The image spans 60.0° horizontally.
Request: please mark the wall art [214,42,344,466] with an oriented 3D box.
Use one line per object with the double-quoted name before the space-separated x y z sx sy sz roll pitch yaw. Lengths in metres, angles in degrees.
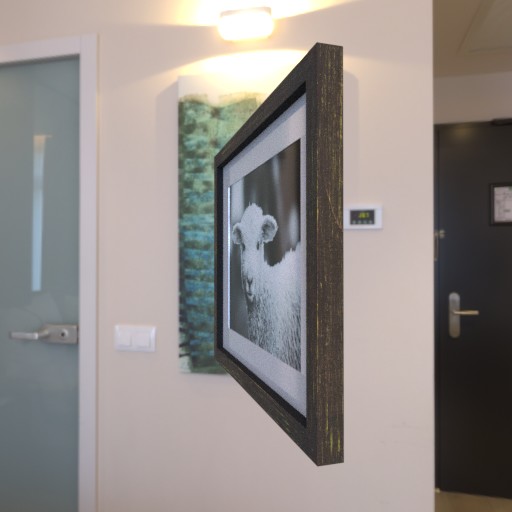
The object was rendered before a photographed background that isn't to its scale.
"wall art" 0.000 0.000 0.749 0.032 0.457 0.558 0 -1 -17
